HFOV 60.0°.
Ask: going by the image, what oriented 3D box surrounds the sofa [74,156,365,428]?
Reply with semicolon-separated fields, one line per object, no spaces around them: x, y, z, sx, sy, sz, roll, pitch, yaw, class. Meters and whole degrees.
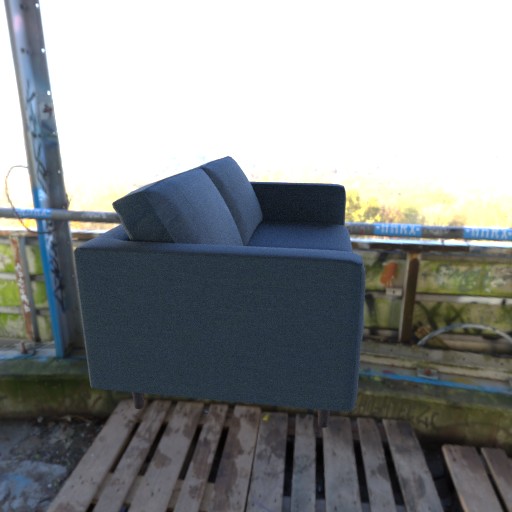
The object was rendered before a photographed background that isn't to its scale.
0.000;0.000;2.275;0.999;0.907;1.659;3;18;8;sofa
